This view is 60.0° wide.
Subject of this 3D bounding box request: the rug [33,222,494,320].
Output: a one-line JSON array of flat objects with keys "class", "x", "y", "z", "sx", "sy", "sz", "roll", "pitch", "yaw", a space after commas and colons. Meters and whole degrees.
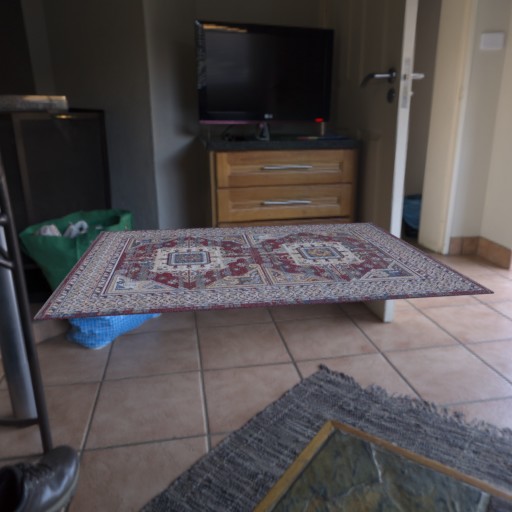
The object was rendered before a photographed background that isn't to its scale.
[{"class": "rug", "x": 0.000, "y": 0.000, "z": 2.853, "sx": 2.210, "sy": 0.011, "sz": 1.599, "roll": -2, "pitch": 17, "yaw": -8}]
